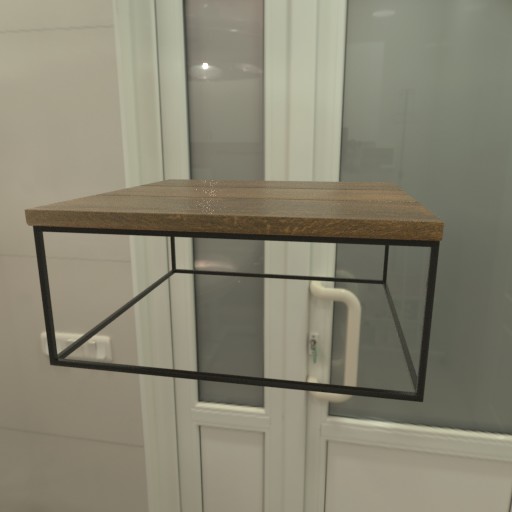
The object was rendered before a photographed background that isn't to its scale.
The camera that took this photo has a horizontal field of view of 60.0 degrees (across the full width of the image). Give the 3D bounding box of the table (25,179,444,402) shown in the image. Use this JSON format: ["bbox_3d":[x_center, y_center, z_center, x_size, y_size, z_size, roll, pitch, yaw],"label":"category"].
[{"bbox_3d":[0.000,0.000,1.402,0.900,0.400,0.900,3,14,10],"label":"table"}]
